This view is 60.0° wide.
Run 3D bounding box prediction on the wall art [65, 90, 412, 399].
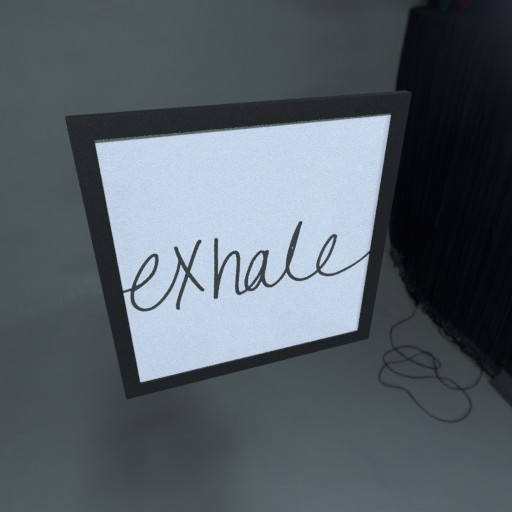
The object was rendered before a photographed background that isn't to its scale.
[{"bbox_3d":[0.000,0.000,0.534,0.358,0.357,0.012,-10,33,-16],"label":"wall art"}]
